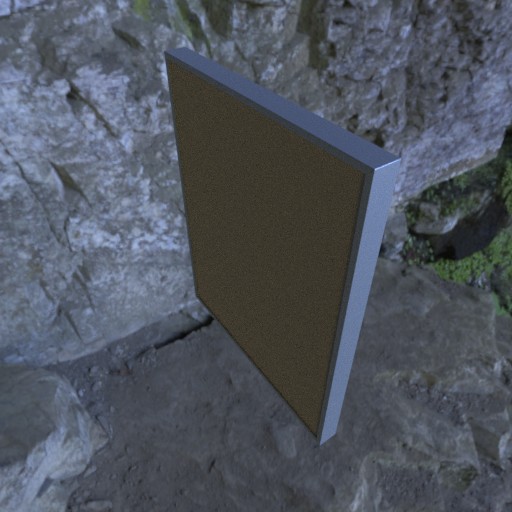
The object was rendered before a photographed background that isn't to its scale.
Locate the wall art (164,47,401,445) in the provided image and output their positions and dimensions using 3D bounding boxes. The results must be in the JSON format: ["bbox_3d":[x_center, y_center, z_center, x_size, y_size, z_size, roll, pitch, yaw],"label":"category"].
[{"bbox_3d":[0.000,0.000,0.746,0.039,0.553,0.445,-25,47,-26],"label":"wall art"}]
